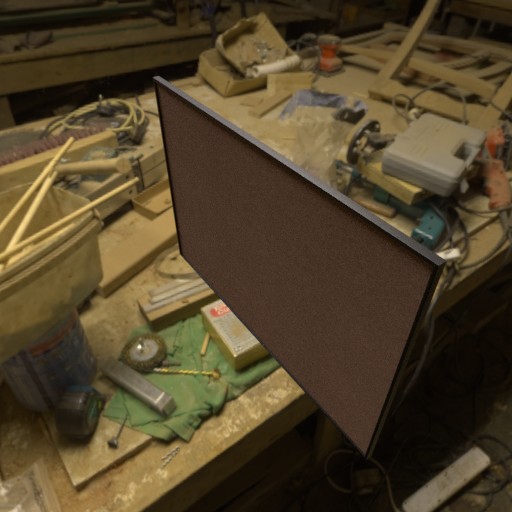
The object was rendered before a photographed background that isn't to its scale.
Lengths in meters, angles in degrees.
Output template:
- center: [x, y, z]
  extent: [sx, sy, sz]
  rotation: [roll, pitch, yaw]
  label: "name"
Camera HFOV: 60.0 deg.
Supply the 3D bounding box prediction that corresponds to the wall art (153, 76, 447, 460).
- center: [0.000, 0.000, 1.176]
  extent: [0.019, 0.660, 0.957]
  rotation: [-26, 48, -26]
  label: "wall art"
